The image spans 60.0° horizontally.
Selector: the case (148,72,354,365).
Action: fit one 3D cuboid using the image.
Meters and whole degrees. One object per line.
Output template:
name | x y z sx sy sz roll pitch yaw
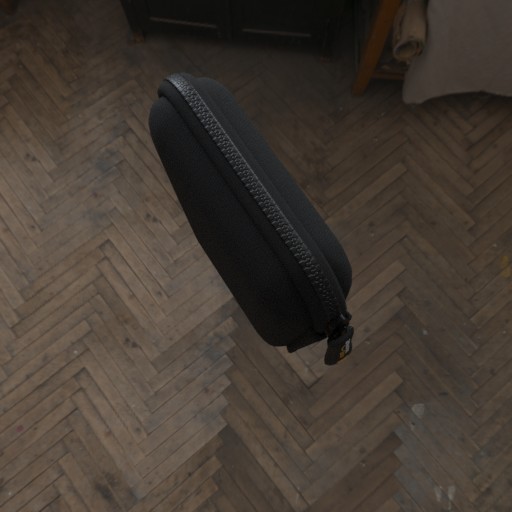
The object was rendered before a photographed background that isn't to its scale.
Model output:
case | 0.000 0.000 0.191 0.030 0.147 0.107 -32 78 -8
